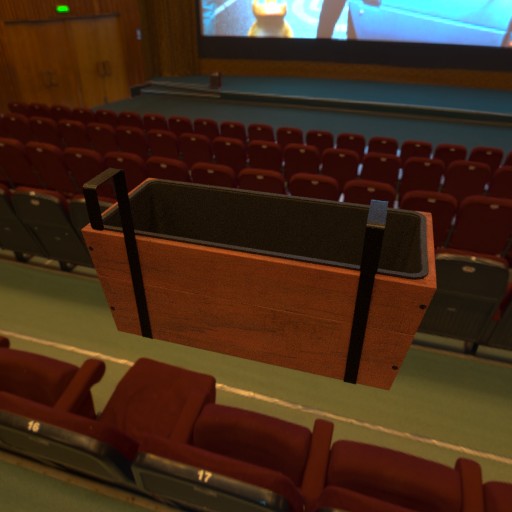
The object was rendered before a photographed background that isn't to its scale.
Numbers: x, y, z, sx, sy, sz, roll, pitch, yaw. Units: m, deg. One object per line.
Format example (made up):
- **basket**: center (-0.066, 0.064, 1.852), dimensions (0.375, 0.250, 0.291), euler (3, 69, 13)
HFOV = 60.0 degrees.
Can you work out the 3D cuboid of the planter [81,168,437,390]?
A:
- **planter**: center (0.000, 0.000, 0.650), dimensions (0.480, 0.289, 0.262), euler (9, 34, 14)
